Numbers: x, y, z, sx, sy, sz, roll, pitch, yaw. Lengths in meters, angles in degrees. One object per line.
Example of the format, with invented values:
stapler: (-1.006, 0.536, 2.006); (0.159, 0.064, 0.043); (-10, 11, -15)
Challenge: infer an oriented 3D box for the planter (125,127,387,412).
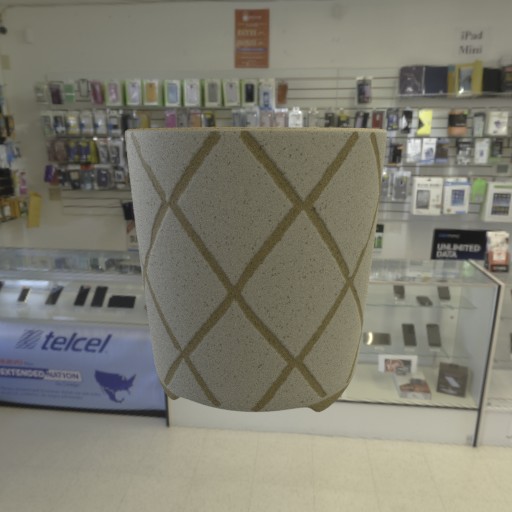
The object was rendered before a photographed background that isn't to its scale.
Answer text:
planter: (0.000, 0.000, 0.430); (0.228, 0.235, 0.228); (0, 15, 0)
